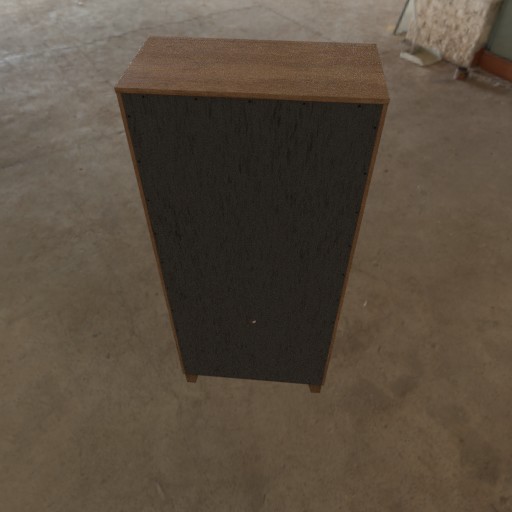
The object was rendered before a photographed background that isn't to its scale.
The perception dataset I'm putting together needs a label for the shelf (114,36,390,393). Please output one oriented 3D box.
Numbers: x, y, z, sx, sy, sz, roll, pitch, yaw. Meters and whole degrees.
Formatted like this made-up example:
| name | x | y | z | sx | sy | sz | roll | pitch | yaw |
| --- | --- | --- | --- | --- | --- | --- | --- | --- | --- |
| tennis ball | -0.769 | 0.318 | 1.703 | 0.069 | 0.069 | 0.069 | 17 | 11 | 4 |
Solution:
| name | x | y | z | sx | sy | sz | roll | pitch | yaw |
| --- | --- | --- | --- | --- | --- | --- | --- | --- | --- |
| shelf | 0.000 | 0.000 | 2.232 | 0.864 | 1.930 | 0.453 | 4 | 46 | 4 |
